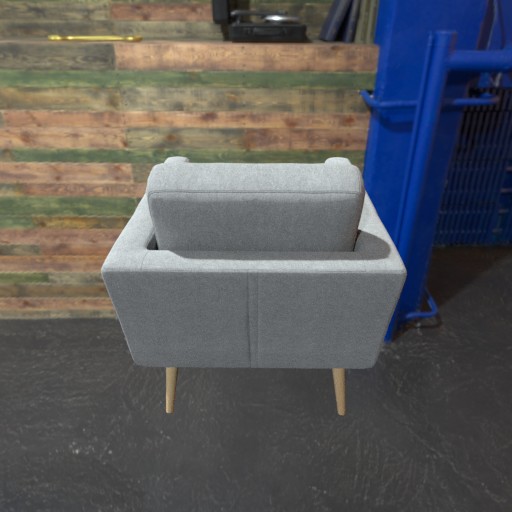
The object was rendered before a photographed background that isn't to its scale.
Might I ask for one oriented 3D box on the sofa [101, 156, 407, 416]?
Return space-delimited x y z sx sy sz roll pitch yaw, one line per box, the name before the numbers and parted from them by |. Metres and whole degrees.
sofa | 0.000 0.000 1.560 0.770 0.860 0.920 0 30 1
